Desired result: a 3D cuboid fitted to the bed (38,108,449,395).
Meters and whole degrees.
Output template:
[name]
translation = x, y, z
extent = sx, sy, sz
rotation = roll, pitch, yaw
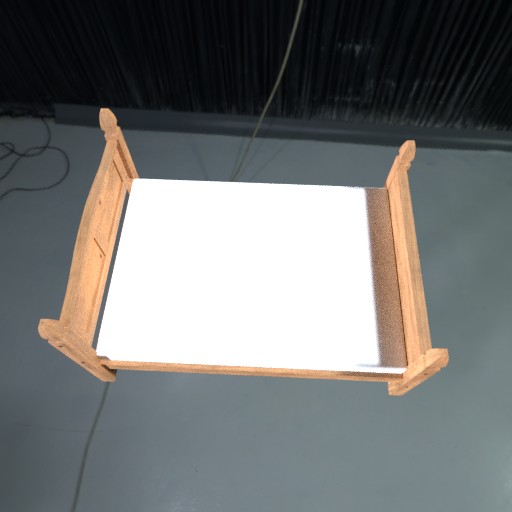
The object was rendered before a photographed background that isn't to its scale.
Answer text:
[bed]
translation = 0.000, 0.000, 2.916
extent = 2.069, 1.100, 1.490
rotation = 2, 62, 1
